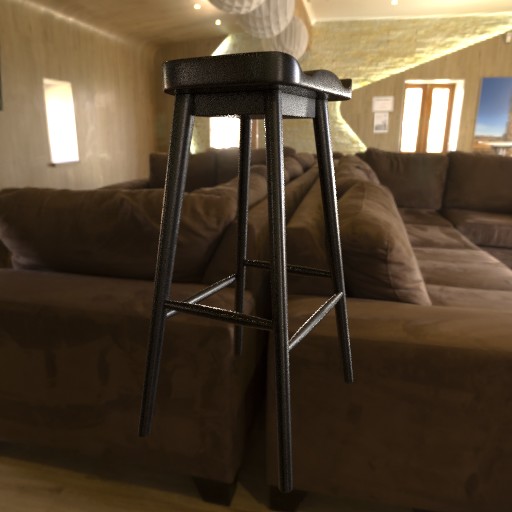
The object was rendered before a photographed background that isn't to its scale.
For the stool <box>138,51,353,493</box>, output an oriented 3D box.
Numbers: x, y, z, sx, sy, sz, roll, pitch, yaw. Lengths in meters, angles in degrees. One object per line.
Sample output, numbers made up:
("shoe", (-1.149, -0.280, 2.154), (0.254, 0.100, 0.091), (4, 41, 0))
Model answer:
("stool", (0.000, 0.000, 0.969), (0.361, 0.749, 0.440), (8, 17, 26))
